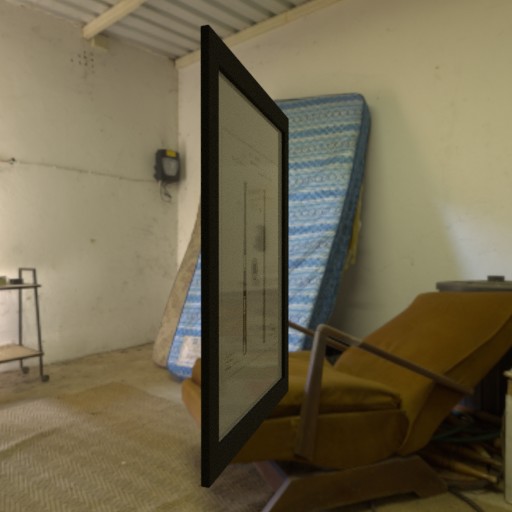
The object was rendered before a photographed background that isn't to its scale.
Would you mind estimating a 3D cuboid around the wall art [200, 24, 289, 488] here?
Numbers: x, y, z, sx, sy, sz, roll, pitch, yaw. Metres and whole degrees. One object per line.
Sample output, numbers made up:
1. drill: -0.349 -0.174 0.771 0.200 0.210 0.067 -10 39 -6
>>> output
1. wall art: 0.000 0.000 0.684 0.012 0.529 0.374 0 0 18
